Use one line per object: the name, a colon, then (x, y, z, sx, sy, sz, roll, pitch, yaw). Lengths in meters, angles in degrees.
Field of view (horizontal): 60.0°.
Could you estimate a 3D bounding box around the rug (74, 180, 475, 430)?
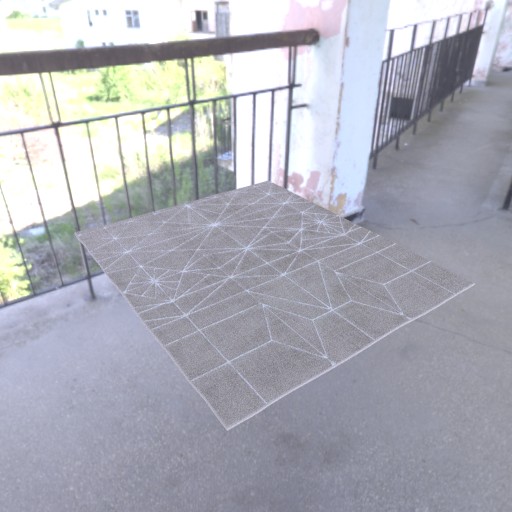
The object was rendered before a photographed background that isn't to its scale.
rug: (0.000, 0.000, 0.909, 0.548, 0.006, 0.639, -20, 37, -30)
